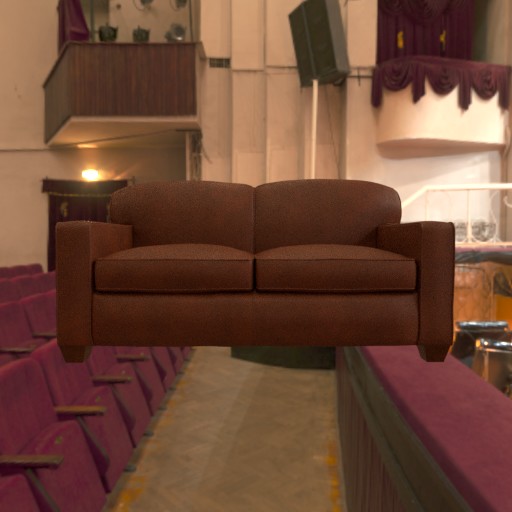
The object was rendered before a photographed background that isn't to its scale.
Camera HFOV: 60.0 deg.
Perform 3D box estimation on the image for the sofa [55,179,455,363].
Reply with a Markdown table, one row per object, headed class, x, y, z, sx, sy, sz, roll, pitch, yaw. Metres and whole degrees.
| class | x | y | z | sx | sy | sz | roll | pitch | yaw |
| --- | --- | --- | --- | --- | --- | --- | --- | --- | --- |
| sofa | 0.000 | 0.000 | 2.478 | 1.856 | 0.966 | 1.000 | 0 | 2 | 0 |
